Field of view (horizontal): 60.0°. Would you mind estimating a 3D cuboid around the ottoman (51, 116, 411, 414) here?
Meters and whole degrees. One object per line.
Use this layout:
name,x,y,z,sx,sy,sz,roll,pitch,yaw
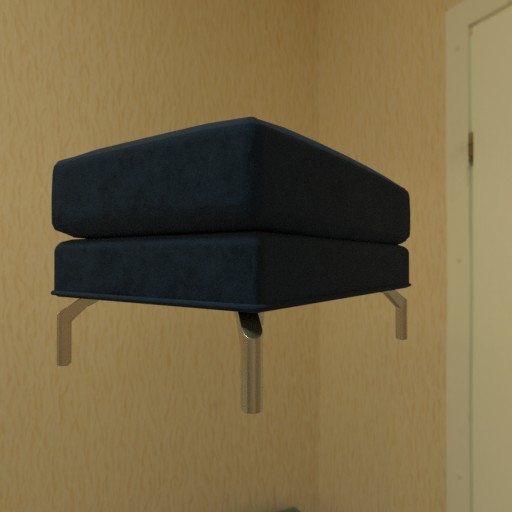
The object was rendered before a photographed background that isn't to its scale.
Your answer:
ottoman,0.000,0.000,1.176,0.587,0.498,0.835,0,-1,35
